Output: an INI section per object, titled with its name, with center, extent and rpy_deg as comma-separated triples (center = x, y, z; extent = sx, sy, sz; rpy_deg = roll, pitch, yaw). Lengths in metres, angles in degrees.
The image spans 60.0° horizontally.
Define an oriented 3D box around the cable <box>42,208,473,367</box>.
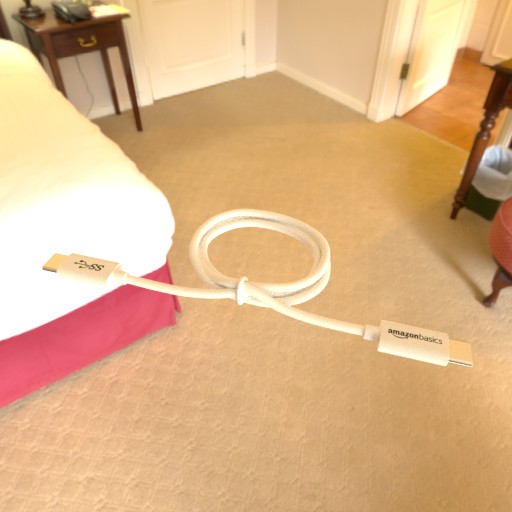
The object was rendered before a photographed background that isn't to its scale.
[cable]
center = 0.000, 0.000, 0.205
extent = 0.186, 0.014, 0.070
rpy_deg = 11, 43, 12
